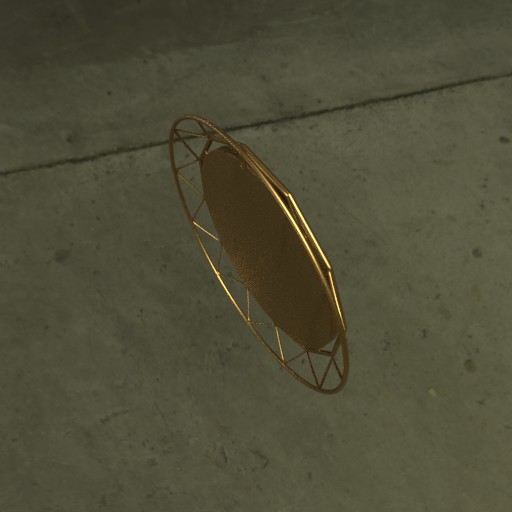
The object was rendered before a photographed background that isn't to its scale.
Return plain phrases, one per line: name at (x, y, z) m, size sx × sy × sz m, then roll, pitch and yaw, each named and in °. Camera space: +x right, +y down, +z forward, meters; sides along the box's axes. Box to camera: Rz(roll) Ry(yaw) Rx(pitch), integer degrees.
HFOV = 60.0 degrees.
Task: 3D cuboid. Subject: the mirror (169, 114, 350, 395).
mirror at (0.000, 0.000, 0.673) m, size 0.043 × 0.454 × 0.454 m, roll -30°, pitch 62°, yaw -18°
